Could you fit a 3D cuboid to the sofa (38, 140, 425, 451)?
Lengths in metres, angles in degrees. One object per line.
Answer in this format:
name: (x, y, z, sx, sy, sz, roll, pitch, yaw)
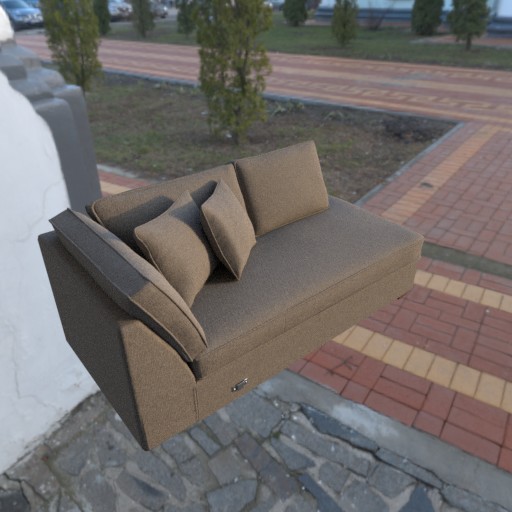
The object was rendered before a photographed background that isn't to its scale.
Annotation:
sofa: (0.000, 0.000, 2.833, 2.237, 1.033, 1.110, -23, 37, -33)
